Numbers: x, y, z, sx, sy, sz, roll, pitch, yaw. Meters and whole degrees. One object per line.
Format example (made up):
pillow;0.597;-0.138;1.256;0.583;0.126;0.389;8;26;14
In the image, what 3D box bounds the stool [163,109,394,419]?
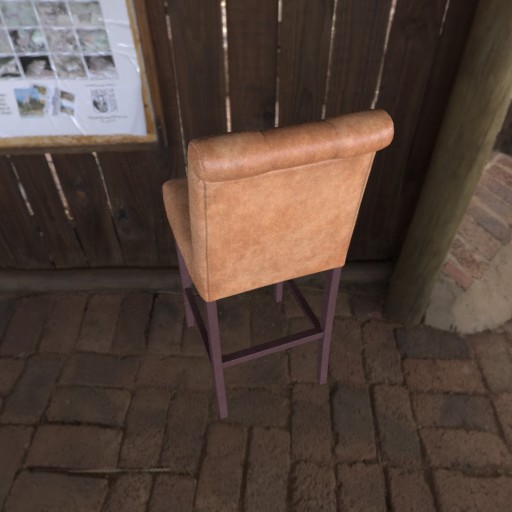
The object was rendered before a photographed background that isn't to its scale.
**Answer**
stool;0.000;0.000;1.487;0.493;1.140;0.601;-14;43;-15
